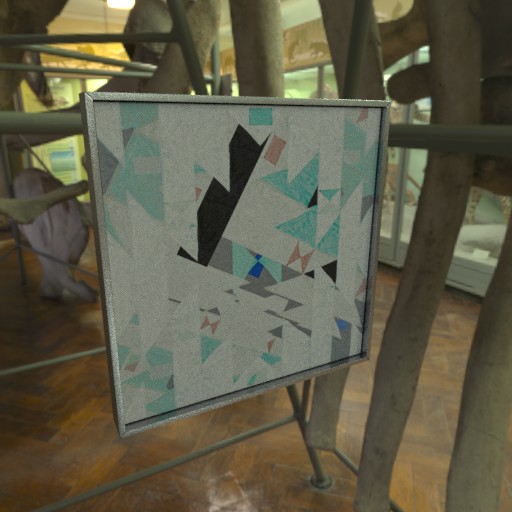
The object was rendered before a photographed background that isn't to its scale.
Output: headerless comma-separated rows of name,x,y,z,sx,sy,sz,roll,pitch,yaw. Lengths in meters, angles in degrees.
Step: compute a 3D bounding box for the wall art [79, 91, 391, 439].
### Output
wall art,0.000,0.000,0.520,0.350,0.350,0.038,-9,19,-27
